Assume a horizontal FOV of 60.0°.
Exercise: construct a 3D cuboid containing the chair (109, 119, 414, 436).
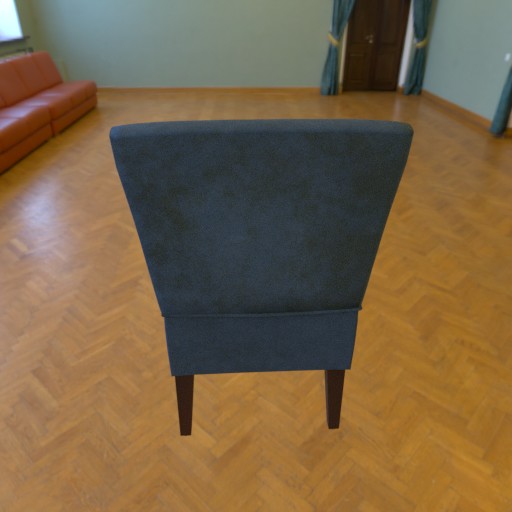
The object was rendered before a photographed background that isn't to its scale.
[{"bbox_3d":[0.000,0.000,1.165,0.521,0.806,0.551,-1,30,-3],"label":"chair"}]
